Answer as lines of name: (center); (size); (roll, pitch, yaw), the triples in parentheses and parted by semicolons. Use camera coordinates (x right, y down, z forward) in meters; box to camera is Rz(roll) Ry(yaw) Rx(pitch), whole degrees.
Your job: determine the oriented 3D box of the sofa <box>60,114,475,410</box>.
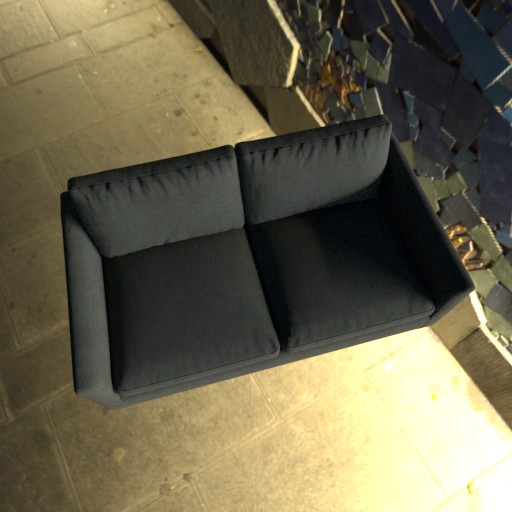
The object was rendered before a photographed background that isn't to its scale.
sofa: (0.000, 0.000, 2.424); (1.909, 0.845, 1.091); (-13, 63, -7)
